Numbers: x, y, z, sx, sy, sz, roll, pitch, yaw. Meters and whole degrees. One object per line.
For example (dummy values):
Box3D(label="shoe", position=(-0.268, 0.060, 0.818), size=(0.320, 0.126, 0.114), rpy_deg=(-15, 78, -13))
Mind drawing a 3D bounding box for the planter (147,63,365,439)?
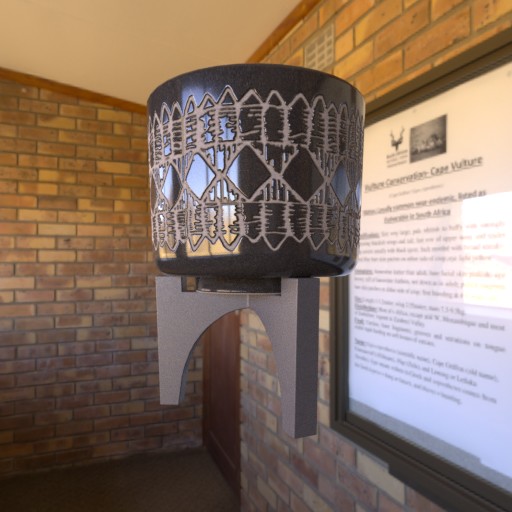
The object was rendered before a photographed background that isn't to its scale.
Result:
Box3D(label="planter", position=(0.000, 0.000, 0.267), size=(0.129, 0.177, 0.129), rpy_deg=(0, -1, 0))
